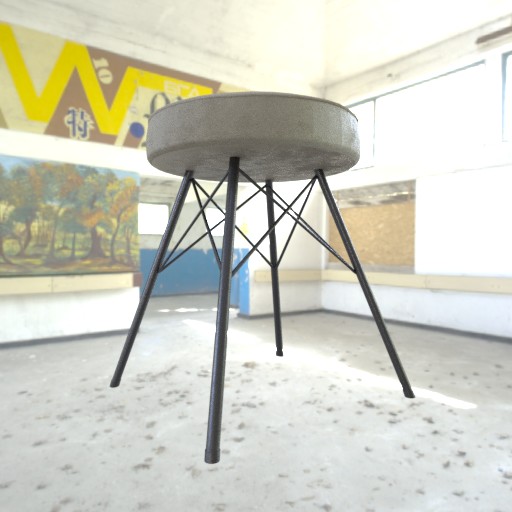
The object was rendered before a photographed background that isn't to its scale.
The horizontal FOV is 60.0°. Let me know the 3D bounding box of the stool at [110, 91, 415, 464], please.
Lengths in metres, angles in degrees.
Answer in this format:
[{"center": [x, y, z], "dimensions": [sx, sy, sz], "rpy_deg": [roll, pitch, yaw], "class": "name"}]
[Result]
[{"center": [0.000, 0.000, 0.879], "dimensions": [0.457, 0.538, 0.423], "rpy_deg": [-1, 1, -36], "class": "stool"}]
